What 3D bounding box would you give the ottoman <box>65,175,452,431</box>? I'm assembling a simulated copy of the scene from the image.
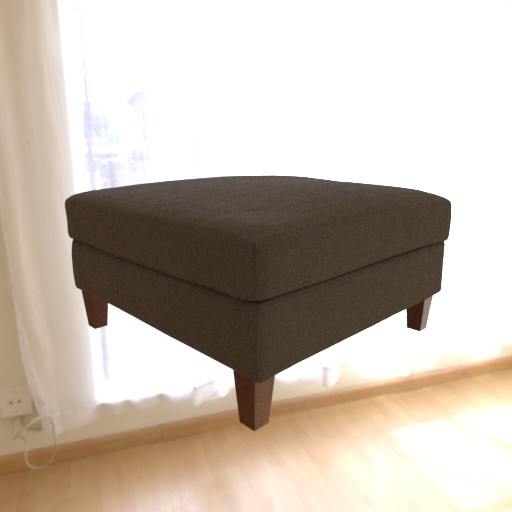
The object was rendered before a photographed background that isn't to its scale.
[{"bbox_3d":[0.000,0.000,1.409,0.861,0.482,0.881,-13,19,-43],"label":"ottoman"}]
